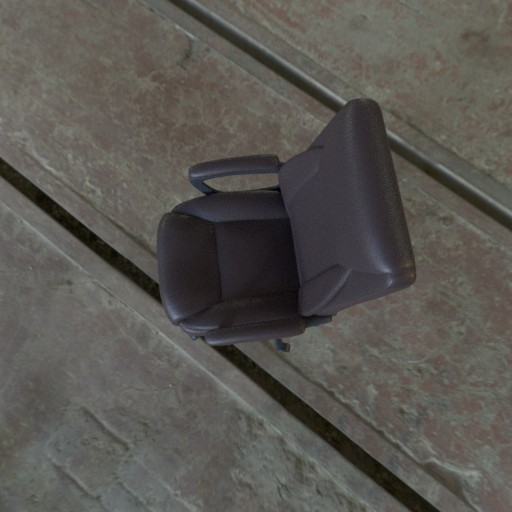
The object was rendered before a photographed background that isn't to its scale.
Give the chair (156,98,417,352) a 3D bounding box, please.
[{"bbox_3d":[0.000,0.000,1.466,0.655,1.072,0.615,-7,76,-2],"label":"chair"}]
